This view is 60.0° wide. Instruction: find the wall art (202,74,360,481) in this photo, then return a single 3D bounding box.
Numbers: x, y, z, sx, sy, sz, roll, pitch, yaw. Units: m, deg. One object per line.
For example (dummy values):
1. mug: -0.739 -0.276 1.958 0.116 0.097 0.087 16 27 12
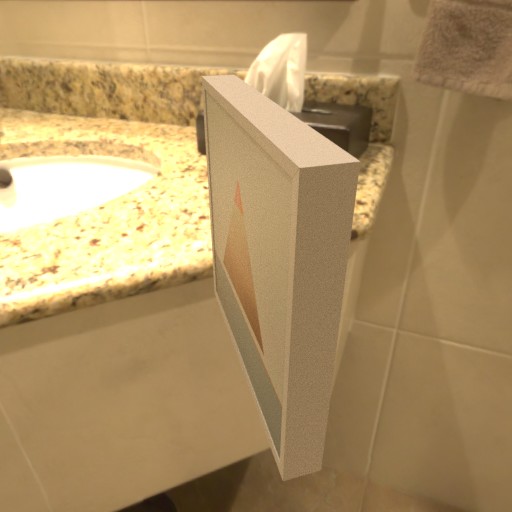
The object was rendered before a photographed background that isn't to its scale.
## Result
1. wall art: 0.000 0.000 0.461 0.038 0.304 0.305 -9 33 -14
